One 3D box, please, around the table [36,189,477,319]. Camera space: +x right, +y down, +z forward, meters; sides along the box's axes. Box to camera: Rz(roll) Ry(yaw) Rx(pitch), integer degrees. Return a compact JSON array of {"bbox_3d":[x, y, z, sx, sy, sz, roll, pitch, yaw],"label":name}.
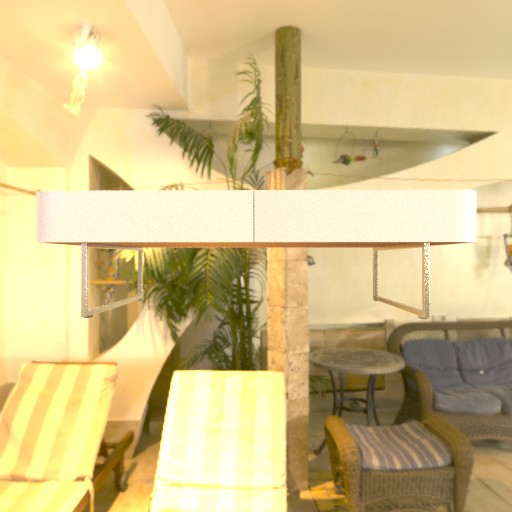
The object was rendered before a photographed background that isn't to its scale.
[{"bbox_3d":[0.000,0.000,1.454,1.200,0.340,0.600,0,0,1],"label":"table"}]
